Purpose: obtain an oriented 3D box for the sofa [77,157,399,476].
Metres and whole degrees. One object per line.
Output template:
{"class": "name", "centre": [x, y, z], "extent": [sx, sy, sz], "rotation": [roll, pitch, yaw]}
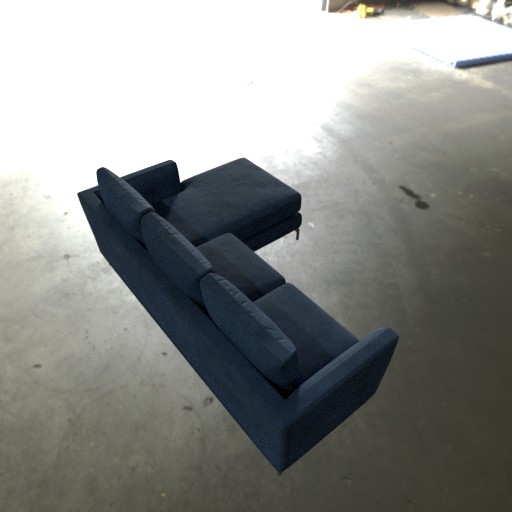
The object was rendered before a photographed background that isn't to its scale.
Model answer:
{"class": "sofa", "centre": [0.000, 0.000, 3.255], "extent": [1.622, 0.987, 2.438], "rotation": [-28, 49, -28]}
